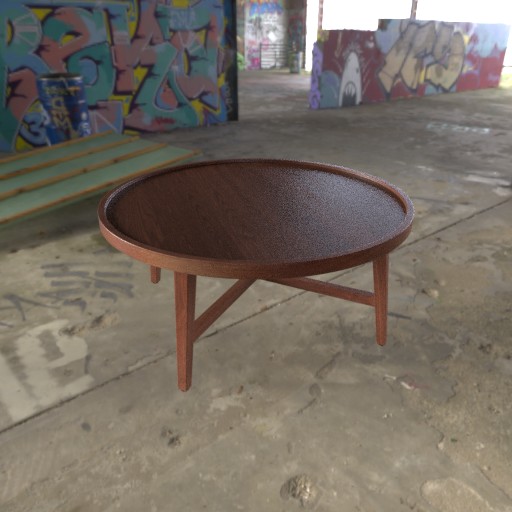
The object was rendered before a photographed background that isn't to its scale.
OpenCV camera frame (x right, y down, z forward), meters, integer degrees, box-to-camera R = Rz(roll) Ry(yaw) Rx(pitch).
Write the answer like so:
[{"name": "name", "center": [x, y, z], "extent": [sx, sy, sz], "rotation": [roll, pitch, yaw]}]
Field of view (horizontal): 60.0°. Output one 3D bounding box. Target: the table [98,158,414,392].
[{"name": "table", "center": [0.000, 0.000, 1.255], "extent": [0.800, 0.360, 0.800], "rotation": [0, 26, 0]}]
